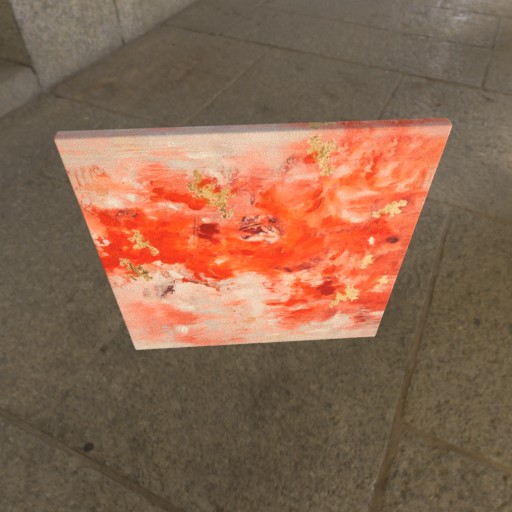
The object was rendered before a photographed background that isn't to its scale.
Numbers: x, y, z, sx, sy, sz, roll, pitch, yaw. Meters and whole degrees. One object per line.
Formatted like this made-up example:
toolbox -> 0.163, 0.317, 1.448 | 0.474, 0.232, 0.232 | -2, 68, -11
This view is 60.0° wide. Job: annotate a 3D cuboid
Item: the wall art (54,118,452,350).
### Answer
wall art -> 0.000, 0.000, 1.317 | 0.878, 0.878, 0.066 | -3, 48, -2
